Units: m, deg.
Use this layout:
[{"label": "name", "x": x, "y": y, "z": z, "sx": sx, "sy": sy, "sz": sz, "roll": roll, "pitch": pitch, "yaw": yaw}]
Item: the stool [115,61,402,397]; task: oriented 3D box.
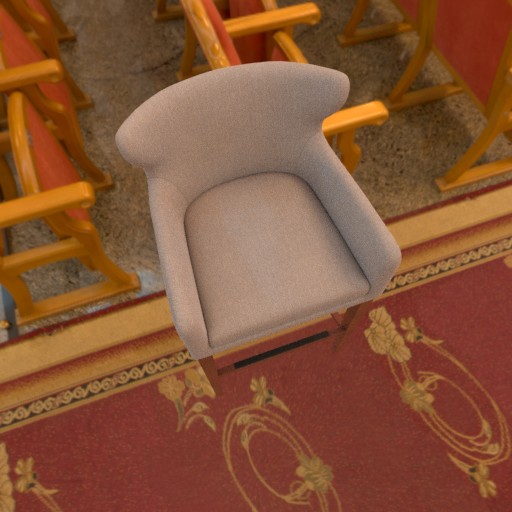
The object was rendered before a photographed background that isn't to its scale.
[{"label": "stool", "x": 0.000, "y": 0.000, "z": 1.419, "sx": 0.575, "sy": 1.047, "sz": 0.575, "roll": -18, "pitch": 65, "yaw": -9}]
